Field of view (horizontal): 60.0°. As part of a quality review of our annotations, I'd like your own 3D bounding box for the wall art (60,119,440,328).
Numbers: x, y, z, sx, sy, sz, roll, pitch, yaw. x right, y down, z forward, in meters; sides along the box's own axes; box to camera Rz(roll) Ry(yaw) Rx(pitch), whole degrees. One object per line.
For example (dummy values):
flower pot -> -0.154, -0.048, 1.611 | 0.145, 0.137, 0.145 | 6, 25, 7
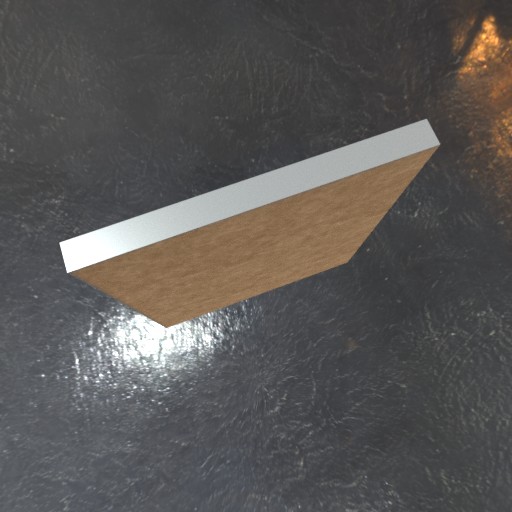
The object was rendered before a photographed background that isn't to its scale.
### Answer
wall art -> 0.000, 0.000, 0.777 | 0.453, 0.554, 0.037 | -20, 75, -5
